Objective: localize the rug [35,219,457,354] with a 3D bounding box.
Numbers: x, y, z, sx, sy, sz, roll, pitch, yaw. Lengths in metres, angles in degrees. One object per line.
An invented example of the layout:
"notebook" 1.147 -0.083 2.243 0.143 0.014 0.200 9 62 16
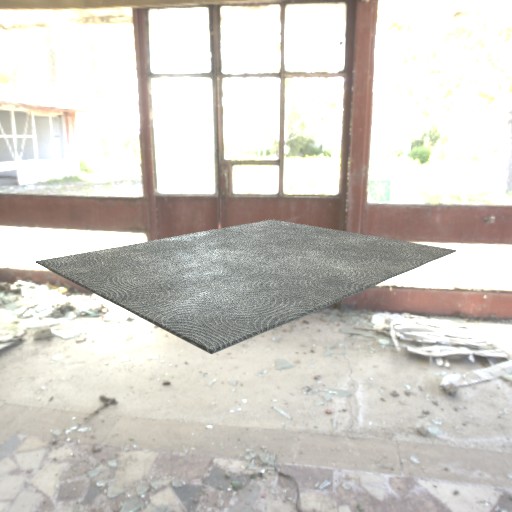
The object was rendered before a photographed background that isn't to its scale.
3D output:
"rug" 0.000 0.000 4.081 3.042 0.021 2.456 -14 20 -43
